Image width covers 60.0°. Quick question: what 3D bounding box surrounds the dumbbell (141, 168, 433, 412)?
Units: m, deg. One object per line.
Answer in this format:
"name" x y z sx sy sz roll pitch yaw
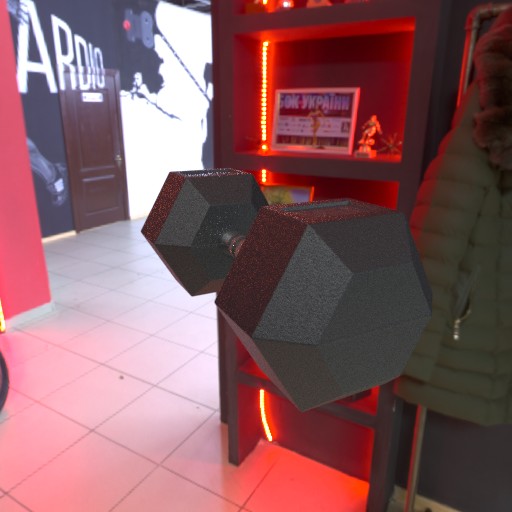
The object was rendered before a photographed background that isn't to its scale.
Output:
"dumbbell" 0.000 0.000 0.337 0.122 0.106 0.271 -9 20 -26
